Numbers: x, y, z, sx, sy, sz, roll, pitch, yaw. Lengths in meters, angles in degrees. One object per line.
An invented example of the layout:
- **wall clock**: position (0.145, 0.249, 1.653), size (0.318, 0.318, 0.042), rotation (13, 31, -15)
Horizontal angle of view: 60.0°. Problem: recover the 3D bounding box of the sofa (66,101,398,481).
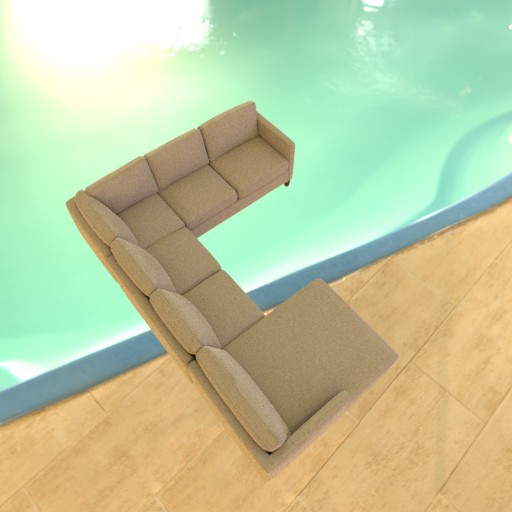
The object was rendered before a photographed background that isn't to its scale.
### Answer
- **sofa**: position (0.000, 0.000, 4.707), size (2.593, 0.959, 3.460), rotation (-34, 64, -20)
